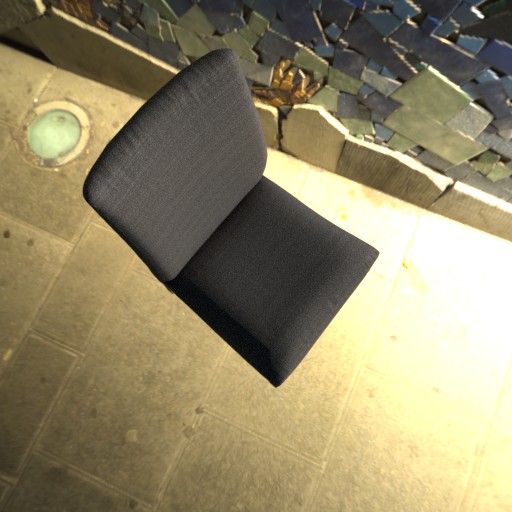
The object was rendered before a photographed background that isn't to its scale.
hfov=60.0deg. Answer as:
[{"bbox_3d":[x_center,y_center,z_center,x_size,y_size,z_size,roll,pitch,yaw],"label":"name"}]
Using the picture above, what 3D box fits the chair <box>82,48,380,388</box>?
[{"bbox_3d":[0.000,0.000,1.272,0.585,0.940,0.496,38,78,9],"label":"chair"}]
